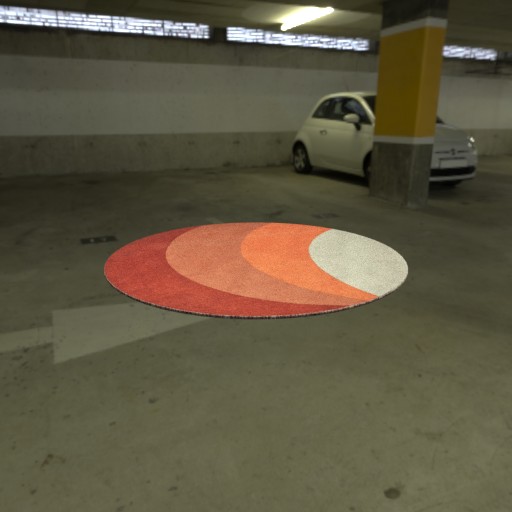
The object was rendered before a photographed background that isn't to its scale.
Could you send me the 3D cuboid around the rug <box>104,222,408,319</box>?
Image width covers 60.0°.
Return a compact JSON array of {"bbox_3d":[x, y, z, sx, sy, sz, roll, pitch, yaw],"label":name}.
[{"bbox_3d":[0.000,0.000,2.320,1.514,0.015,1.514,0,17,0],"label":"rug"}]
